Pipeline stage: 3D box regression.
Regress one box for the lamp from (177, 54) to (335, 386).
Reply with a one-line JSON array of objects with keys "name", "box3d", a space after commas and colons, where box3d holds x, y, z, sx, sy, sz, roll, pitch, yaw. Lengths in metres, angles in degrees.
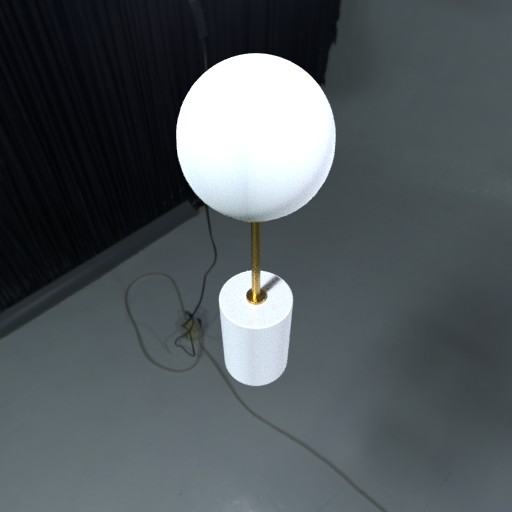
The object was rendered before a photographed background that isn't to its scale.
[{"name": "lamp", "box3d": [0.000, 0.000, 0.550, 0.153, 0.480, 0.153, 0, 46, 0]}]
